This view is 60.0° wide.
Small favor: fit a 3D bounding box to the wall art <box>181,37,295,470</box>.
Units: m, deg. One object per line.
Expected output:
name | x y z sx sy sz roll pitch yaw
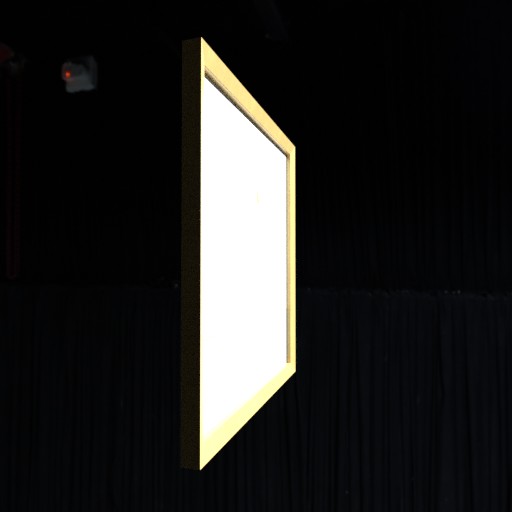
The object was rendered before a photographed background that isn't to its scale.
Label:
wall art | 0.000 0.000 2.918 0.097 1.936 1.935 0 -1 18
